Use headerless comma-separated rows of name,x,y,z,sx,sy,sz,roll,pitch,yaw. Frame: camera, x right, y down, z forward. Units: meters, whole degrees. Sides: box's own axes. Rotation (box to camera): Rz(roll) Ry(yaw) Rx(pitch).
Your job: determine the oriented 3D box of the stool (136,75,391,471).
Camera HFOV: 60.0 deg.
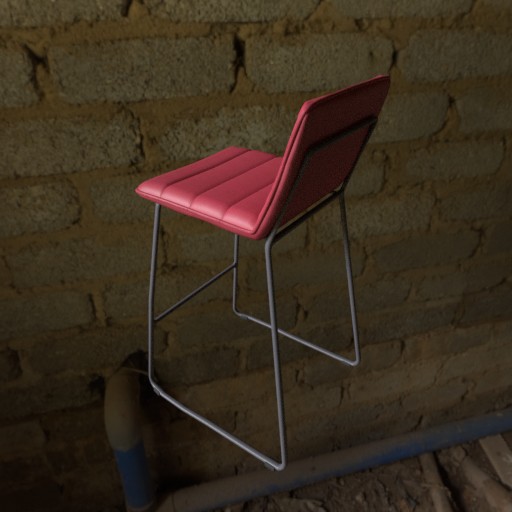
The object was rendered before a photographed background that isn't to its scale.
stool,0.000,0.000,1.218,0.524,0.937,0.489,20,36,30
